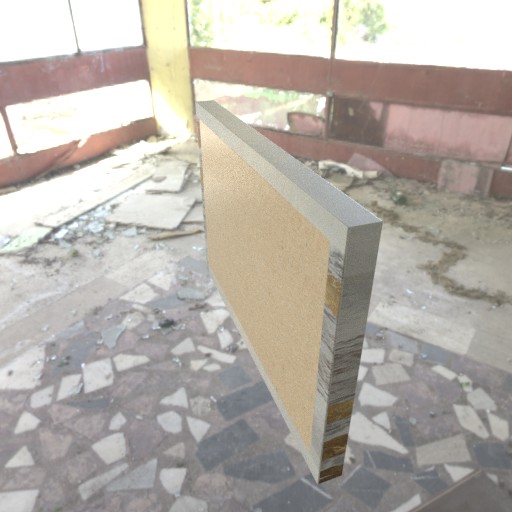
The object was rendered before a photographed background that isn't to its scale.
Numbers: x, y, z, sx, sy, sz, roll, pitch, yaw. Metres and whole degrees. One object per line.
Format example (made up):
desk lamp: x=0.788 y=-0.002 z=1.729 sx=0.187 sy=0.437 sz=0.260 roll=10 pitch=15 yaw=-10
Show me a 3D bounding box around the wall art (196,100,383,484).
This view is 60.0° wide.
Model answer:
wall art: x=0.000 y=0.000 z=0.773 sx=0.041 sy=0.407 sz=0.606 roll=-11 pitch=32 yaw=-18
